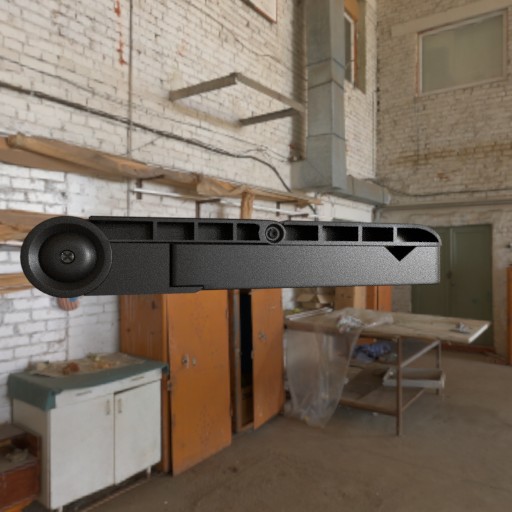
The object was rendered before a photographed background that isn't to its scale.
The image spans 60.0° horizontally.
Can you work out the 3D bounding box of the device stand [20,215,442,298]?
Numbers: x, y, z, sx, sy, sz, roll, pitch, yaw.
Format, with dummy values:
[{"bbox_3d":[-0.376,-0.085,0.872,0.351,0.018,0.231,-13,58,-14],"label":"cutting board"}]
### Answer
[{"bbox_3d":[0.000,0.000,0.192,0.179,0.030,0.026,0,0,-18],"label":"device stand"}]
